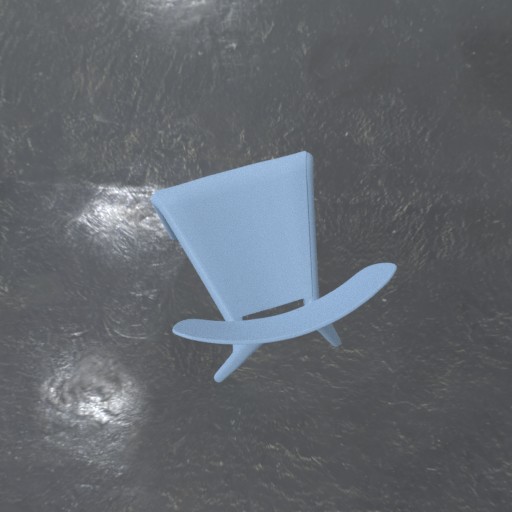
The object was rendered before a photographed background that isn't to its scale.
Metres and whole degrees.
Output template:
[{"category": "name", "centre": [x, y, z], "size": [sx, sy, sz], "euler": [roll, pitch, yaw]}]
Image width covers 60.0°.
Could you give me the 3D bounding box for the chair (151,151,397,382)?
[{"category": "chair", "centre": [0.000, 0.000, 0.842], "size": [0.356, 0.580, 0.401], "euler": [-16, 75, -4]}]
